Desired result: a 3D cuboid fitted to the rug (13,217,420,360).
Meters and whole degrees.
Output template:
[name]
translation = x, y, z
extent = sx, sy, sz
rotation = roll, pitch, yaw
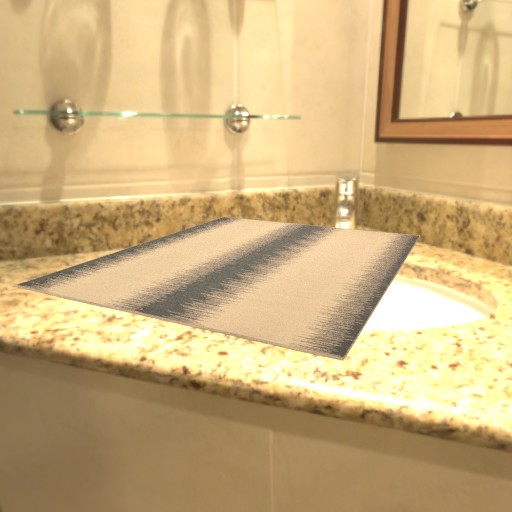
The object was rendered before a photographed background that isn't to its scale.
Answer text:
[rug]
translation = 0.000, 0.000, 3.989
extent = 2.453, 0.004, 3.037
rotation = 8, 17, 25
